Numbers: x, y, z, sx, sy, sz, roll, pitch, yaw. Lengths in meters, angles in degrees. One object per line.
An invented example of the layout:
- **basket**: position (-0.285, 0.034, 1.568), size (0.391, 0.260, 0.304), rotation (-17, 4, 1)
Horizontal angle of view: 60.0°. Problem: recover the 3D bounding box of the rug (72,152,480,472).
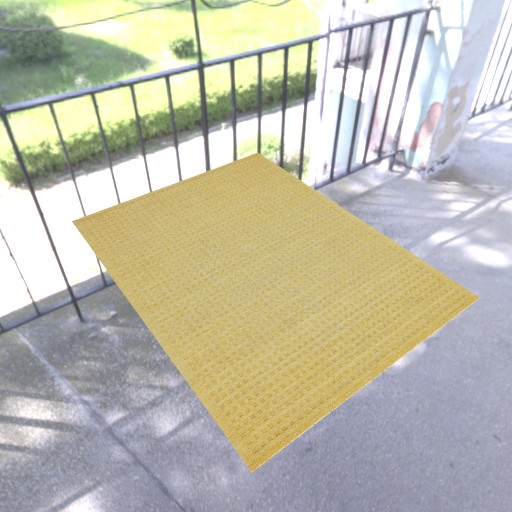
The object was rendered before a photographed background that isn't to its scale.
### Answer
- **rug**: position (0.000, 0.000, 4.312), size (2.486, 0.015, 3.242), rotation (-26, 48, -27)
